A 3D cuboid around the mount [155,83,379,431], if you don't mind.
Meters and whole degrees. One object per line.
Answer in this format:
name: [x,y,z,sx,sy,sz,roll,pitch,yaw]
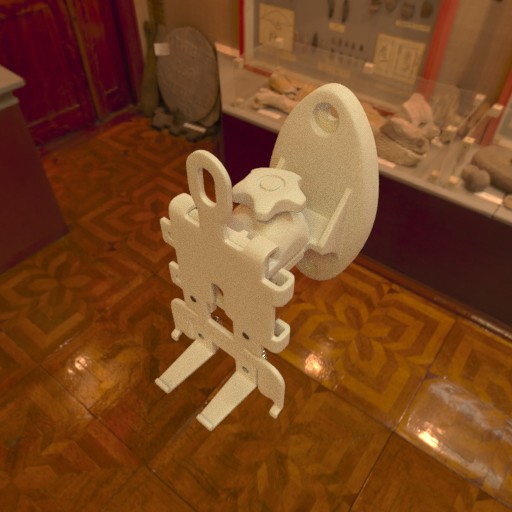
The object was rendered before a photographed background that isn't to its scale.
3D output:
mount: [0.000,0.000,0.180,0.066,0.118,0.100,31,53,27]
